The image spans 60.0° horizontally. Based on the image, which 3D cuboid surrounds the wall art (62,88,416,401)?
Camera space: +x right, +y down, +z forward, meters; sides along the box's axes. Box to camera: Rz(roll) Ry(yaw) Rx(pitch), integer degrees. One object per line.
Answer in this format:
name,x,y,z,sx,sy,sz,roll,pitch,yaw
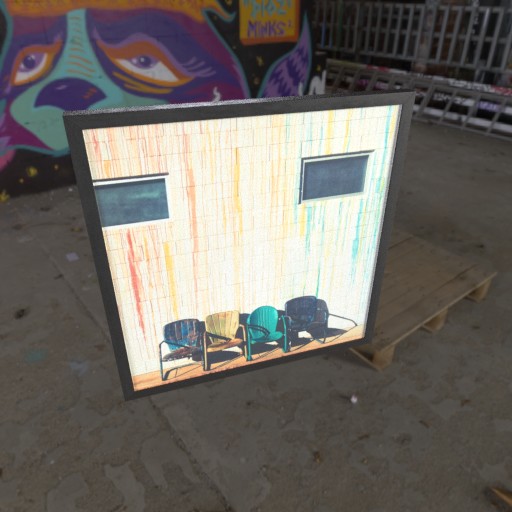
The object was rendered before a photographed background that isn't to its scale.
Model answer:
wall art,0.000,0.000,1.128,0.763,0.763,0.039,-9,32,-15
